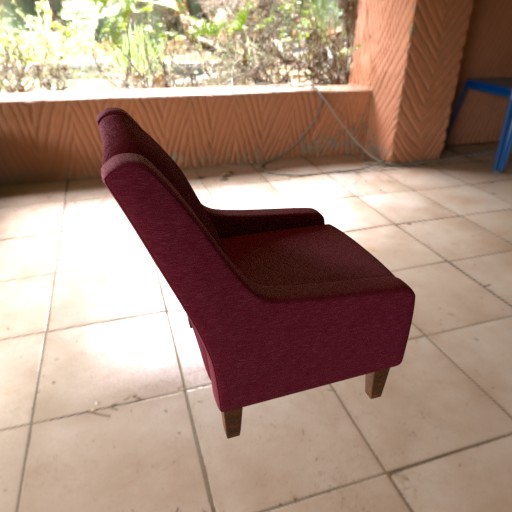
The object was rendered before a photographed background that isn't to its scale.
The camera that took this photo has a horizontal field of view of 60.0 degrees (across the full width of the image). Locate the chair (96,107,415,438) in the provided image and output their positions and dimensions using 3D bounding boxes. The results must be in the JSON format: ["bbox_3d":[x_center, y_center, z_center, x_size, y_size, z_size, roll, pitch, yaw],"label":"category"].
[{"bbox_3d":[0.000,0.000,1.668,0.985,1.017,0.793,-9,29,-16],"label":"chair"}]
